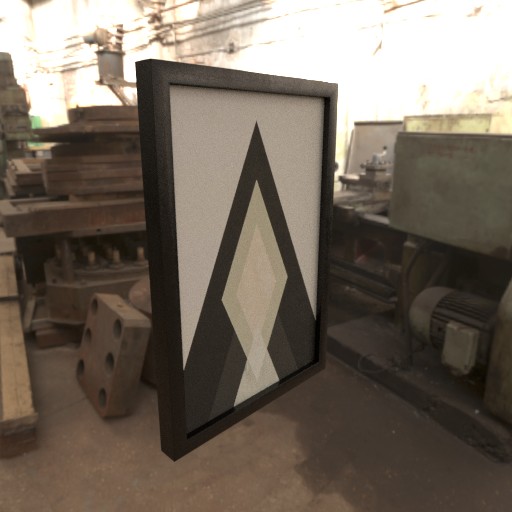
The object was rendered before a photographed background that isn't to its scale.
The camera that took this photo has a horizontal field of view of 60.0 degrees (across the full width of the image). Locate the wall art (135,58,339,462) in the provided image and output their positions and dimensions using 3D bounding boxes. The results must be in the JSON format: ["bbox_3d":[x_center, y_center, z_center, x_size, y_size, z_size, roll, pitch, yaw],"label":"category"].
[{"bbox_3d":[0.000,0.000,0.599,0.031,0.457,0.313,15,21,42],"label":"wall art"}]
